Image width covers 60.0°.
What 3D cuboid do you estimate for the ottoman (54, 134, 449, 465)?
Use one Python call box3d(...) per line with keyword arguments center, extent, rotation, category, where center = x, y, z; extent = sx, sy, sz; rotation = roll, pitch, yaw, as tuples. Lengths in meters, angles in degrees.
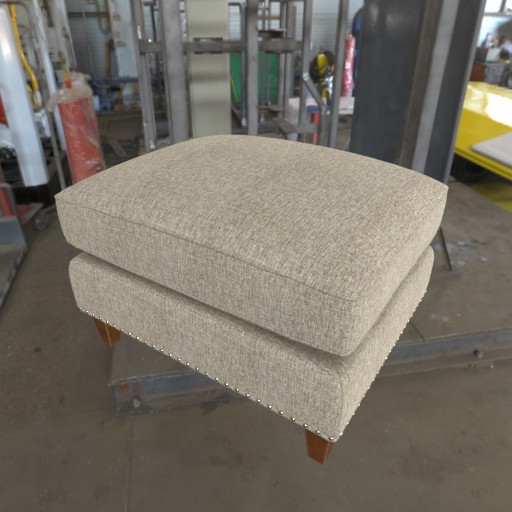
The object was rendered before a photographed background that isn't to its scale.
box3d(center=(0.000, 0.000, 1.111), extent=(0.741, 0.513, 0.584), rotation=(18, 35, 29), category="ottoman")
